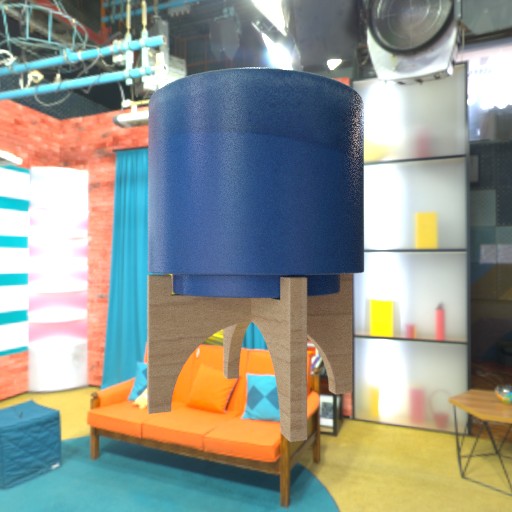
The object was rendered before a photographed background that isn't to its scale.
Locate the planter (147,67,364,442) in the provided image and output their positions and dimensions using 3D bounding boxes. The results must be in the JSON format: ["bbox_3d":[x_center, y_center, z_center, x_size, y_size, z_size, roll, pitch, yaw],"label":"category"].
[{"bbox_3d":[0.000,0.000,0.405,0.192,0.263,0.192,0,-1,0],"label":"planter"}]
